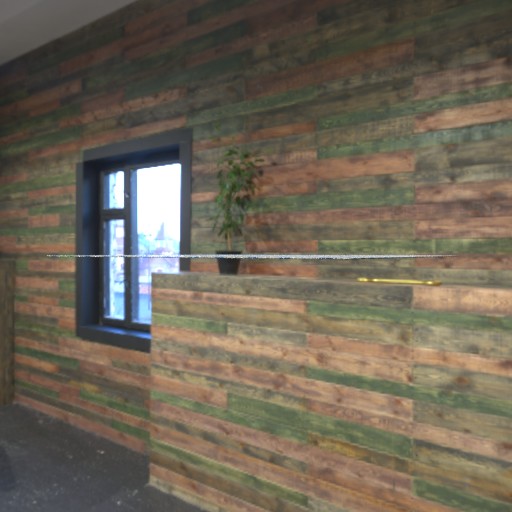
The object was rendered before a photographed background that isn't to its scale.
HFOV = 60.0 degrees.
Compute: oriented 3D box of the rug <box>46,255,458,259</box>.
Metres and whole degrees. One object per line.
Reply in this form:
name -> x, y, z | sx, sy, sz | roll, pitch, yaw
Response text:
rug -> 0.000, 0.000, 4.208 | 3.059, 0.008, 2.453 | 0, 1, 37
